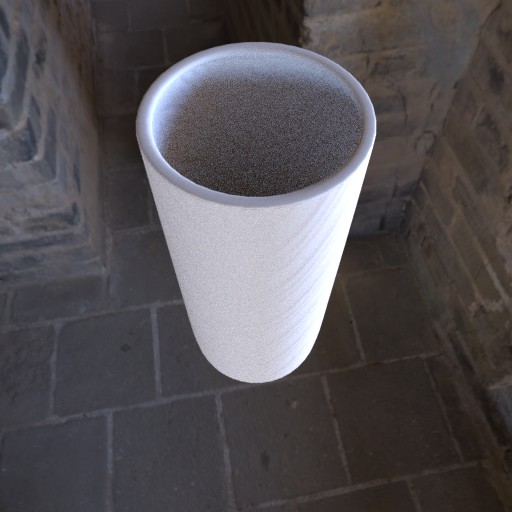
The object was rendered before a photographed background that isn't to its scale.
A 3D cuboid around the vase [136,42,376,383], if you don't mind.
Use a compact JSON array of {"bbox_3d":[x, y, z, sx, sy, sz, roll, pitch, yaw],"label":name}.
[{"bbox_3d":[0.000,0.000,0.389,0.143,0.316,0.143,0,59,0],"label":"vase"}]
